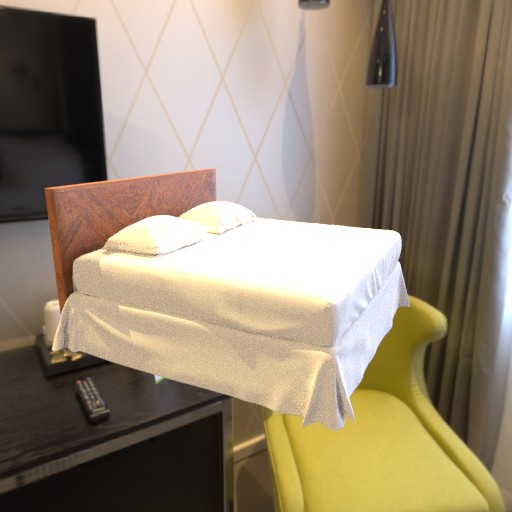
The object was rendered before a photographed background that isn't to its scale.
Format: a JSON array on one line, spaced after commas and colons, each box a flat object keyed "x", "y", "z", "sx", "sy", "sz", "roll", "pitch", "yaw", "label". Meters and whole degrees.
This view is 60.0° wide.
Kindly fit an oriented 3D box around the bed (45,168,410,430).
[{"x": 0.000, "y": 0.000, "z": 3.495, "sx": 2.165, "sy": 1.158, "sz": 2.255, "roll": 8, "pitch": 17, "yaw": 26, "label": "bed"}]
